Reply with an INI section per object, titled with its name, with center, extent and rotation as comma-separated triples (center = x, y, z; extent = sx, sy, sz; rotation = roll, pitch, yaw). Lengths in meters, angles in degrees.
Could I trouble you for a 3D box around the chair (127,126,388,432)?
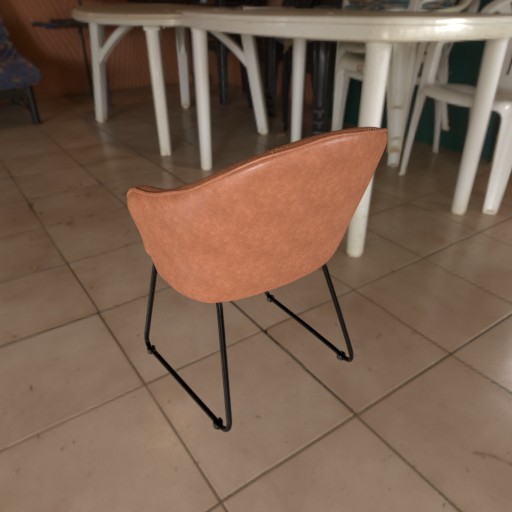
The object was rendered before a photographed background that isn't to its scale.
[chair]
center = 0.000, 0.000, 1.190
extent = 0.582, 0.785, 0.580
rotation = -20, 36, -31
